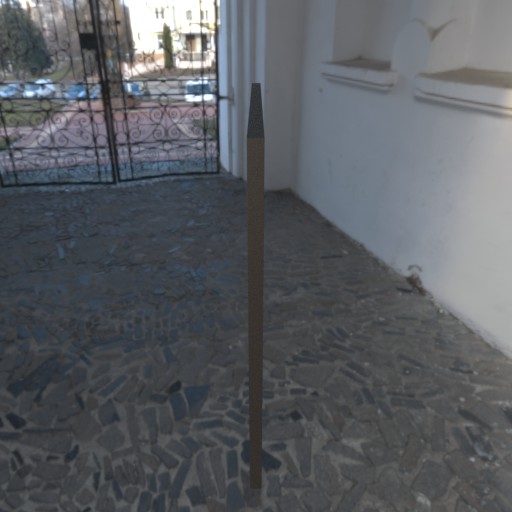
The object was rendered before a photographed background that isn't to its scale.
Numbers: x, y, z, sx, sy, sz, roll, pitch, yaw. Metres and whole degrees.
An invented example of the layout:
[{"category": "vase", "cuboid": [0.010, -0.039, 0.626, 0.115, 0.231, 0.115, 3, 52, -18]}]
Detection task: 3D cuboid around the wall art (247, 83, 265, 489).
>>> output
[{"category": "wall art", "cuboid": [0.000, 0.000, 0.536, 0.012, 0.357, 0.358, 0, 27, 0]}]
